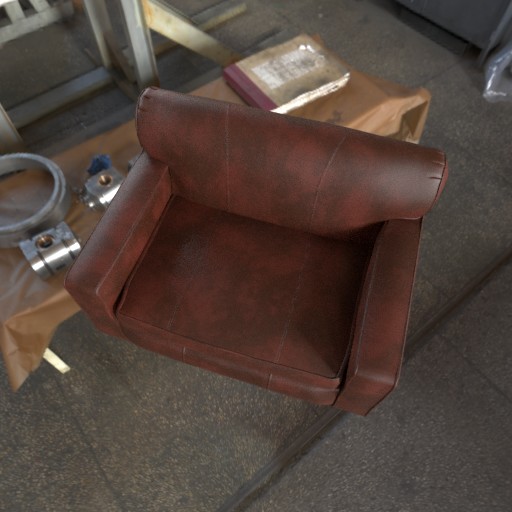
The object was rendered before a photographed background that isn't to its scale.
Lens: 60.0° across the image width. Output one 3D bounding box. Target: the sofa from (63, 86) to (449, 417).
[{"bbox_3d":[0.000,0.000,2.056,1.413,0.956,1.000,15,60,9],"label":"sofa"}]
